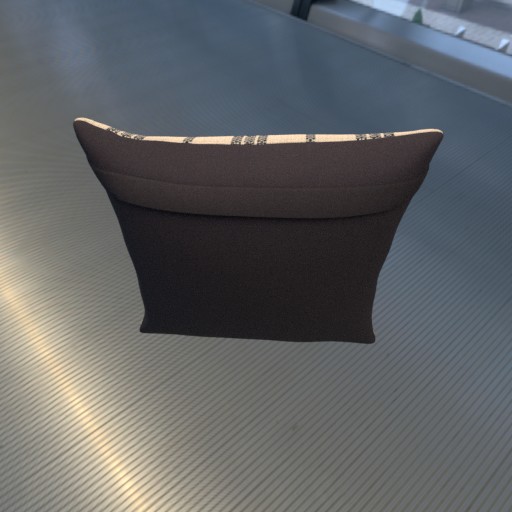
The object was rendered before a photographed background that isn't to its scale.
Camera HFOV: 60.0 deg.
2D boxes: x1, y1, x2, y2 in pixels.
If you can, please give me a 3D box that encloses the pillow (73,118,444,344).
[{"bbox_3d":[0.000,0.000,0.621,0.405,0.406,0.173,2,46,2],"label":"pillow"}]
